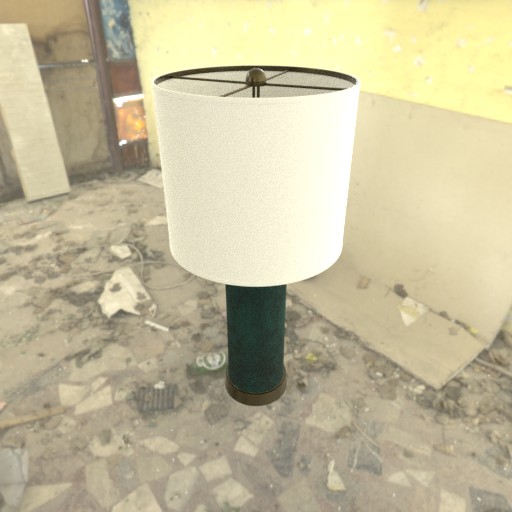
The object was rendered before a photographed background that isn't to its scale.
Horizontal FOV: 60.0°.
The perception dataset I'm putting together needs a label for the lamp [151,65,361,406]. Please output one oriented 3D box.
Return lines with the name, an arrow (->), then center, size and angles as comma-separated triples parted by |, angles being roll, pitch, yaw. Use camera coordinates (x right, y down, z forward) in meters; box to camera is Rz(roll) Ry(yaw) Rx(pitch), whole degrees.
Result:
lamp -> 0.000, 0.000, 0.801 | 0.301, 0.630, 0.301 | -11, 32, -19
